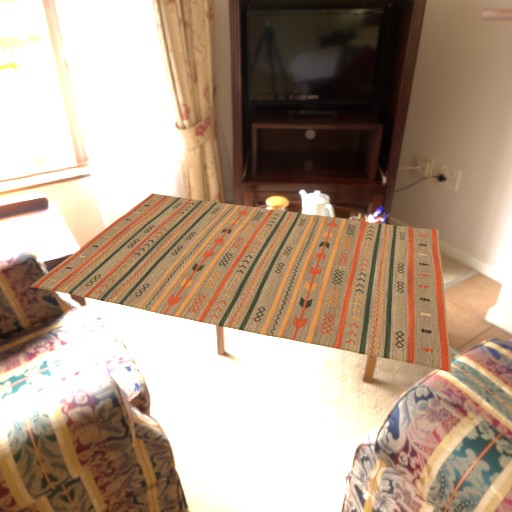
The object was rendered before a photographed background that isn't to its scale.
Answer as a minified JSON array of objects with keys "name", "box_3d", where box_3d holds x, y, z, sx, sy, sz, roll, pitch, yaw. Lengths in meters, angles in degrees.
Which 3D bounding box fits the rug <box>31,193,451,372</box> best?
[{"name":"rug","box_3d":[0.000,0.000,3.057,2.439,0.029,1.537,9,32,15]}]
